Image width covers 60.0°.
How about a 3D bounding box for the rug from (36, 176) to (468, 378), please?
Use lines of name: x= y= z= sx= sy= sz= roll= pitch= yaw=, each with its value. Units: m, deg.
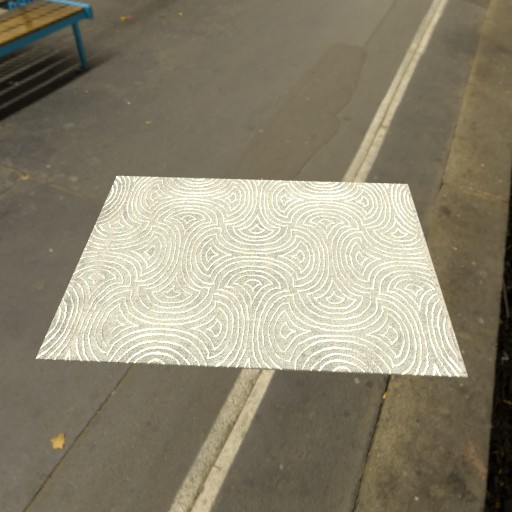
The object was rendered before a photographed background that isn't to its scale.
rug: x=0.000 y=0.000 z=2.728 sx=2.144 sy=0.015 sz=1.543 roll=2 pitch=46 yaw=2
